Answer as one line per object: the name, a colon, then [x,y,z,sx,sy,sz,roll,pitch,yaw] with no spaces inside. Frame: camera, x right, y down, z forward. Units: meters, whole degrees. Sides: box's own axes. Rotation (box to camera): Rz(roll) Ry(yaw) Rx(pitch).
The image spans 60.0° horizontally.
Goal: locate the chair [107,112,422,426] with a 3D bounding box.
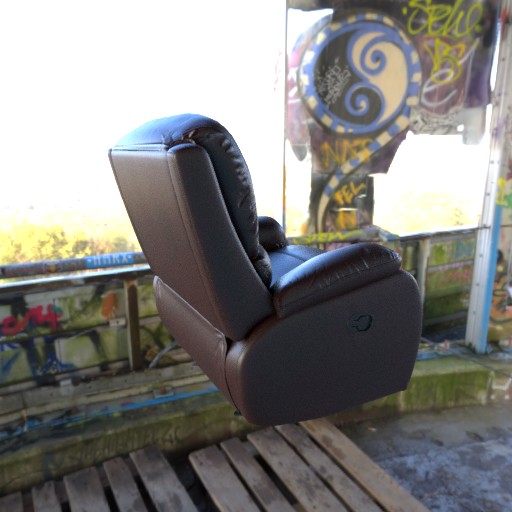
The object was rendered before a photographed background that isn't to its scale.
chair: [0.000,0.000,1.701,0.899,1.011,0.930,-7,15,-27]
